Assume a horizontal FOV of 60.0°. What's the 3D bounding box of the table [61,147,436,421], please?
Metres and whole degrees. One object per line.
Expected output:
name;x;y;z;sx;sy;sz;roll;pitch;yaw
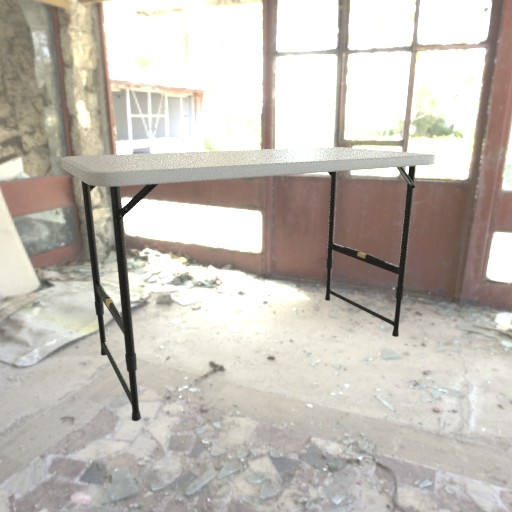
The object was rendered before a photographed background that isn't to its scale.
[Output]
table;0.000;0.000;1.660;1.219;0.737;0.610;-9;19;-28
